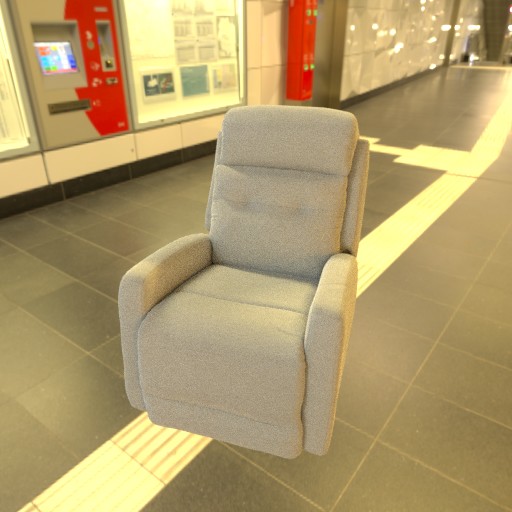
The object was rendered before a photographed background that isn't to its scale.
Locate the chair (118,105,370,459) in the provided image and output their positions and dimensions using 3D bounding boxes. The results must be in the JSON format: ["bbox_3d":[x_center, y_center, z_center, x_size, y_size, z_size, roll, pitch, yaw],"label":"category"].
[{"bbox_3d":[0.000,0.000,1.740,0.798,1.013,1.043,8,29,16],"label":"chair"}]
